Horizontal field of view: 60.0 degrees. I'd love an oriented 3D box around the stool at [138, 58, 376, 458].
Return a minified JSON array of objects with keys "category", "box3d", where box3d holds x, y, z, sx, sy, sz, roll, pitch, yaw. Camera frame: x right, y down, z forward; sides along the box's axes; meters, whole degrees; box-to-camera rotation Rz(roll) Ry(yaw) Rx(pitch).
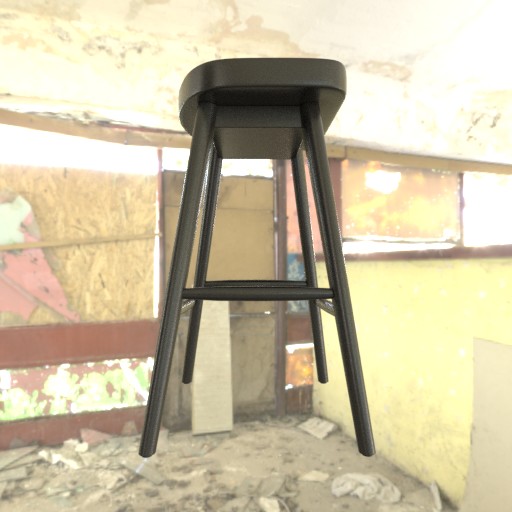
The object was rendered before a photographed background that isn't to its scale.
[{"category":"stool","box3d":[0.000,0.000,0.887,0.361,0.615,0.440,0,-1,-1]}]
